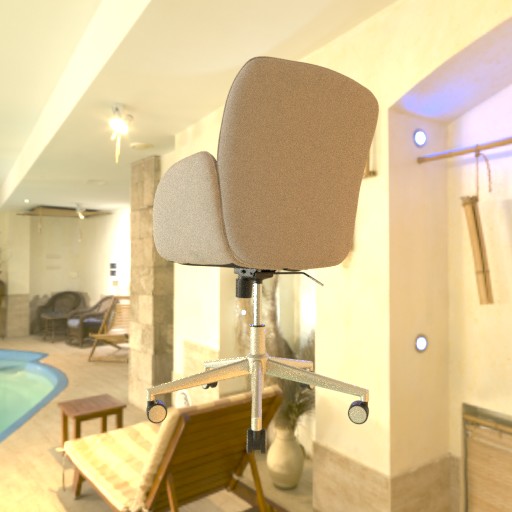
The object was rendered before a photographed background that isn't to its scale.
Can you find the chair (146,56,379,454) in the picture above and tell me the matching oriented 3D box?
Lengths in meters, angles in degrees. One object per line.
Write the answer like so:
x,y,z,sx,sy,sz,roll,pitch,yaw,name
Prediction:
0.000,0.000,1.389,0.648,0.959,0.654,1,-1,-35,chair
